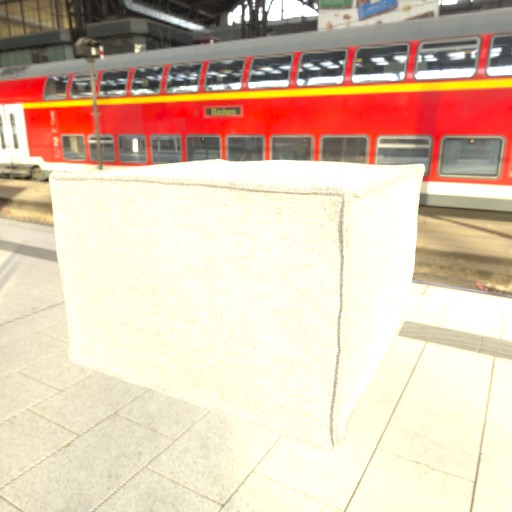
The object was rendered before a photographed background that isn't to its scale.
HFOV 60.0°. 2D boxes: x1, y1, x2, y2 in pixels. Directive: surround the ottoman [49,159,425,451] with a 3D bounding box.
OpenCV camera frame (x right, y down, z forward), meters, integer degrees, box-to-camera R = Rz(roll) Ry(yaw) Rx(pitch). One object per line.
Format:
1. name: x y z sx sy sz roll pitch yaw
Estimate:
1. ottoman: 0.000 0.000 1.126 0.707 0.470 0.696 9 18 27
